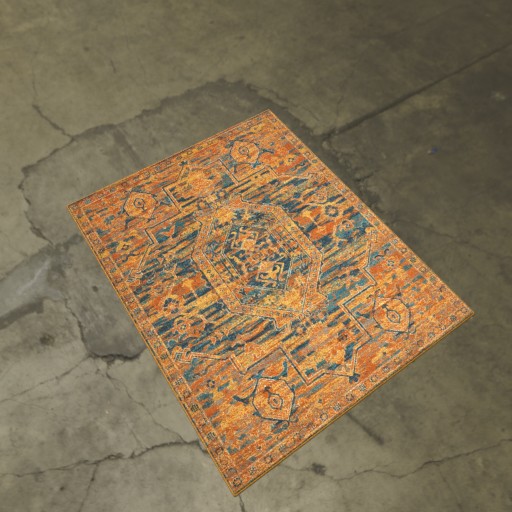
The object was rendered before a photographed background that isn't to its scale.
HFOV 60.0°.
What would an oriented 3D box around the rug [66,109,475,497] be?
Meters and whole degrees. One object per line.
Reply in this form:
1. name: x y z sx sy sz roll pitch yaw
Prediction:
1. rug: 0.000 0.000 4.048 2.435 0.031 3.040 -30 64 -17
